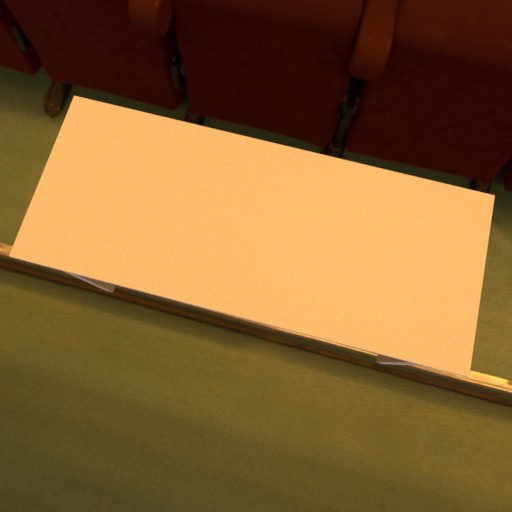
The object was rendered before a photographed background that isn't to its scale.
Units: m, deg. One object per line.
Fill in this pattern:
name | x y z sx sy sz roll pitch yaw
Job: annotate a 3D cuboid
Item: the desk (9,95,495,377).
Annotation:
desk | 0.000 0.000 1.714 1.372 0.774 0.559 14 77 3
